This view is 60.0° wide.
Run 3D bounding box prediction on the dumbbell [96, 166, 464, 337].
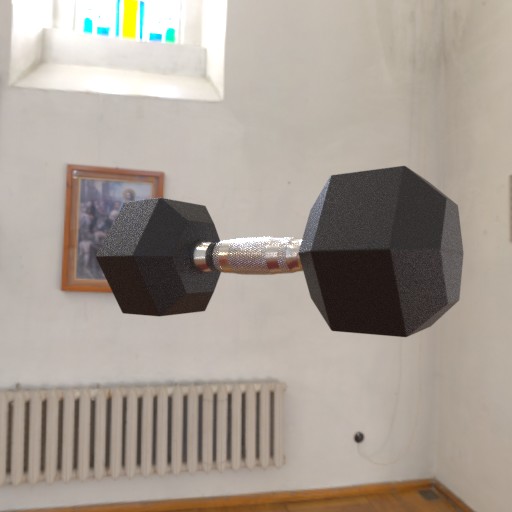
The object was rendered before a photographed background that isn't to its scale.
[{"bbox_3d":[0.000,0.000,0.431,0.356,0.123,0.141,-1,-2,34],"label":"dumbbell"}]
